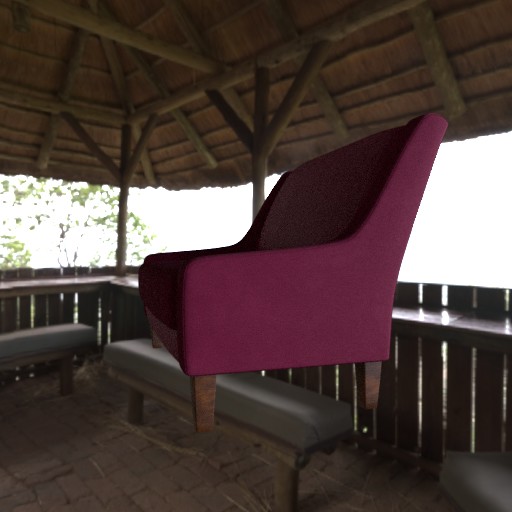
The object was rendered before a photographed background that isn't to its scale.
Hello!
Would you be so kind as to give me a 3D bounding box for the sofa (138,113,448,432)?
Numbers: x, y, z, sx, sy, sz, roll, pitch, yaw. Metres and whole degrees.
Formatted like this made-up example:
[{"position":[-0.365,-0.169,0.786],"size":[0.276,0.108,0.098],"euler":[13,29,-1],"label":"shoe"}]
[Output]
[{"position":[0.000,0.000,1.912],"size":[0.946,0.976,1.242],"euler":[0,1,-19],"label":"sofa"}]
